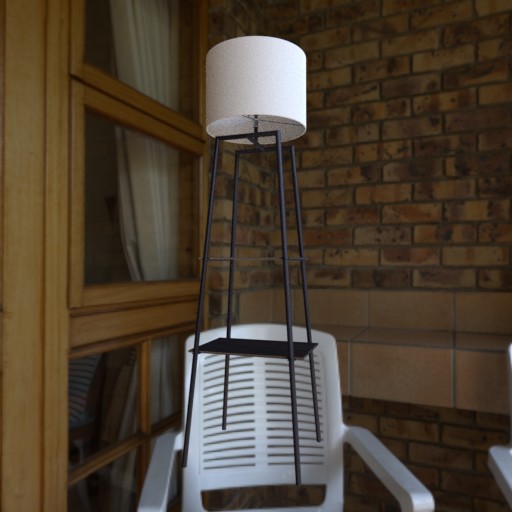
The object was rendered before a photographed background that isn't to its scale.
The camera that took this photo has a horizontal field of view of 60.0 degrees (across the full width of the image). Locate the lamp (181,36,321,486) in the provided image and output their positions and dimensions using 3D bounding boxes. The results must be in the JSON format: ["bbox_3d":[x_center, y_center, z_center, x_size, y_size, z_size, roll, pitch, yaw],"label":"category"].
[{"bbox_3d":[0.000,0.000,1.665,0.427,1.474,0.384,0,-1,18],"label":"lamp"}]
